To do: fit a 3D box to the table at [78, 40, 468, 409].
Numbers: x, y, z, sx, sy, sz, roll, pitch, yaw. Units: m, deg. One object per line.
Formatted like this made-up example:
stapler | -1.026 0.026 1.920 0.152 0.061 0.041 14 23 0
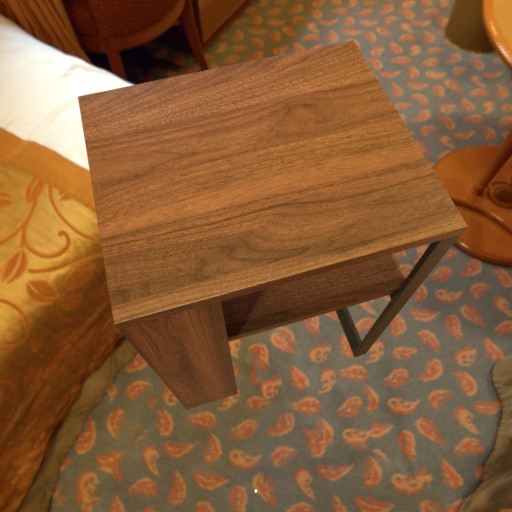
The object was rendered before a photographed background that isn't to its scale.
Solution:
table | 0.000 0.000 1.538 0.786 1.041 0.660 -15 63 -8
